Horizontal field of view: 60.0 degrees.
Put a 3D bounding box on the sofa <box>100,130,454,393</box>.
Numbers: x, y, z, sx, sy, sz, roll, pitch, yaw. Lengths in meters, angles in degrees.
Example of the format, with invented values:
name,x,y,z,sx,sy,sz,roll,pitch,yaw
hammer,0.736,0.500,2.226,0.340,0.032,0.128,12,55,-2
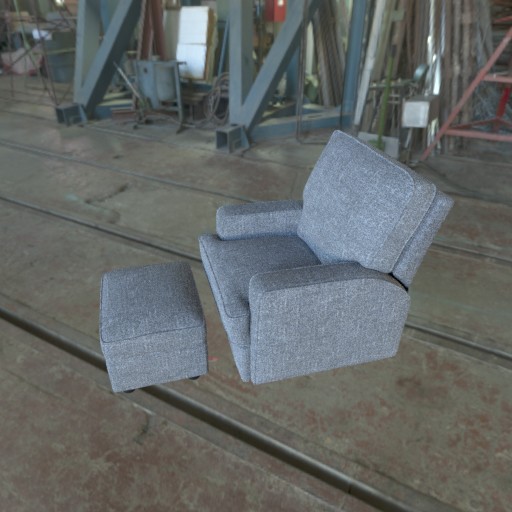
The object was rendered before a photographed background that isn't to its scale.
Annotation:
name,x,y,z,sx,sy,sz,roll,pitch,yaw
sofa,0.000,0.000,2.106,1.472,0.959,0.861,-8,32,-13
